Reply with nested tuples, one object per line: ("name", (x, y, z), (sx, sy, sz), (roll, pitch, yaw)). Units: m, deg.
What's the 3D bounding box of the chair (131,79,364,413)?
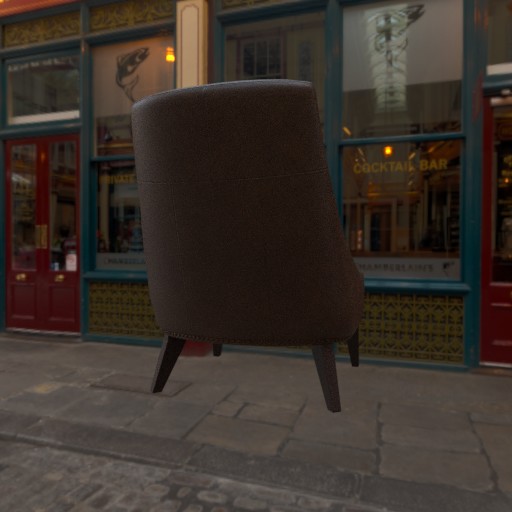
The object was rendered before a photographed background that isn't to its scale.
("chair", (0.000, 0.000, 1.559), (0.701, 0.909, 0.861), (0, 0, 18))
